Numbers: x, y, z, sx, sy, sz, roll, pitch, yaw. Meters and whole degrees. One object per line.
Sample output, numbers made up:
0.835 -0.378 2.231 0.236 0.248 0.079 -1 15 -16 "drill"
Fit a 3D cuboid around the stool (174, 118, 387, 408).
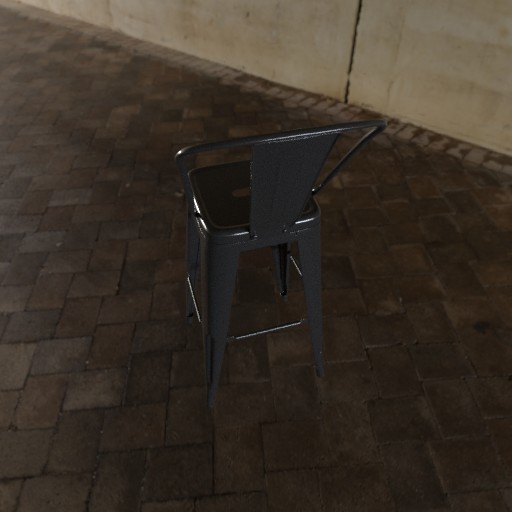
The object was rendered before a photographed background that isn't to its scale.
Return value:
0.000 0.000 1.287 0.432 1.022 0.528 -11 43 -13 "stool"
